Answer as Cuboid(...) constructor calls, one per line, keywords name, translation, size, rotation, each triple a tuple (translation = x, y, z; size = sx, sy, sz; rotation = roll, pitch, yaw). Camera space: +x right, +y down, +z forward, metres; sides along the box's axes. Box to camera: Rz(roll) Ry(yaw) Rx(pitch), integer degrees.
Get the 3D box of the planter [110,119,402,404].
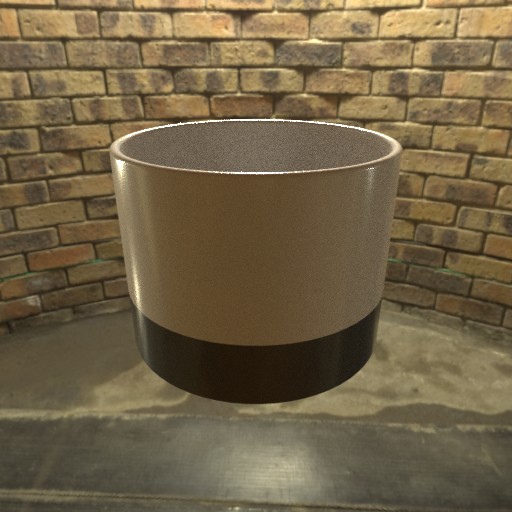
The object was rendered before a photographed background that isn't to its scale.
Cuboid(name="planter", translation=(0.000, 0.000, 0.341), size=(0.193, 0.177, 0.193), rotation=(0, 25, 0))
